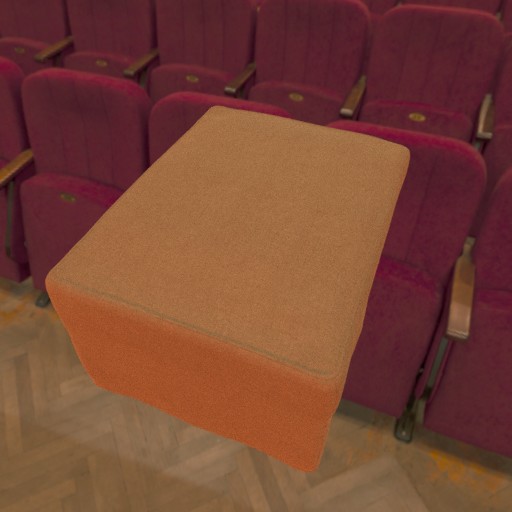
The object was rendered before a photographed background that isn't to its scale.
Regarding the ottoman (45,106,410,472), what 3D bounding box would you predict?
[{"bbox_3d":[0.000,0.000,1.223,0.650,0.485,0.833,16,48,15],"label":"ottoman"}]
